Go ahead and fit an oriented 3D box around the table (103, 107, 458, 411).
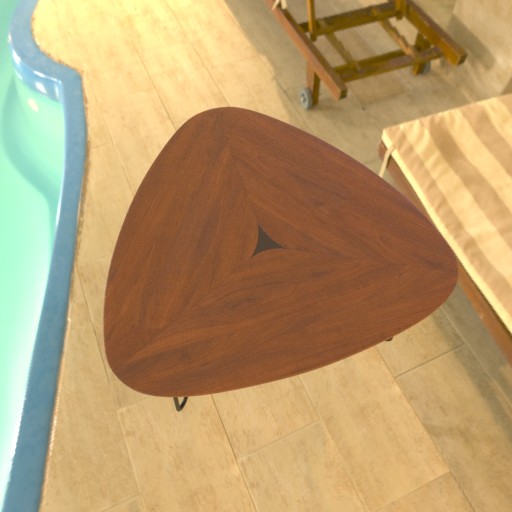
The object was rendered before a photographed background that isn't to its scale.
[{"bbox_3d":[0.000,0.000,1.298,0.833,0.413,0.821,-16,61,-9],"label":"table"}]
